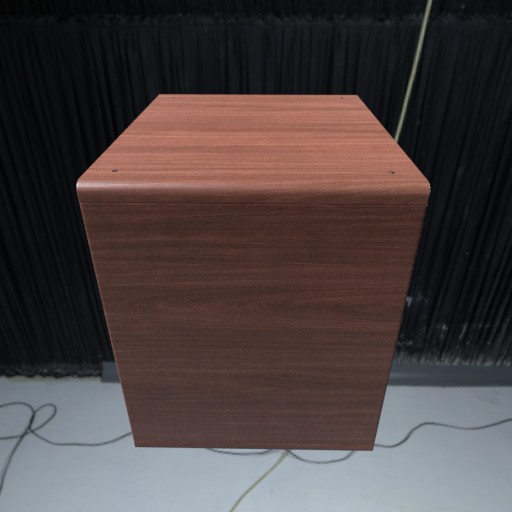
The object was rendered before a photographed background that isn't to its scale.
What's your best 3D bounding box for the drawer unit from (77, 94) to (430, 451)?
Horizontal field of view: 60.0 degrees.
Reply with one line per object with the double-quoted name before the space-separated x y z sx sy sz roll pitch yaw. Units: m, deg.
"drawer unit" 0.000 0.000 0.601 0.290 0.351 0.349 1 32 1
